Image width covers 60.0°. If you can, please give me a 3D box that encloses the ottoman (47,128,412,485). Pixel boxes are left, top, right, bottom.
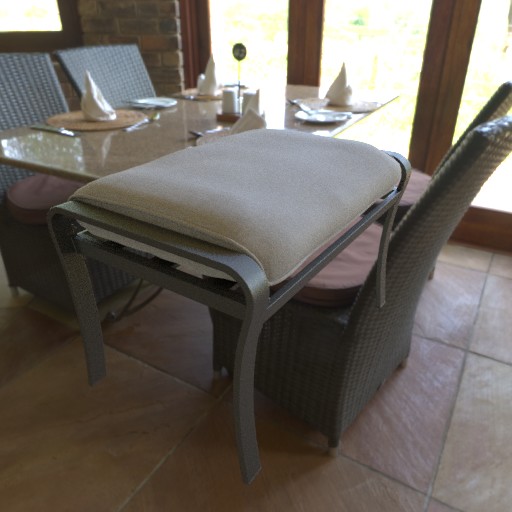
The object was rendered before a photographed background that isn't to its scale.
[{"bbox_3d":[0.000,0.000,0.903,0.406,0.422,0.610,18,33,30],"label":"ottoman"}]
